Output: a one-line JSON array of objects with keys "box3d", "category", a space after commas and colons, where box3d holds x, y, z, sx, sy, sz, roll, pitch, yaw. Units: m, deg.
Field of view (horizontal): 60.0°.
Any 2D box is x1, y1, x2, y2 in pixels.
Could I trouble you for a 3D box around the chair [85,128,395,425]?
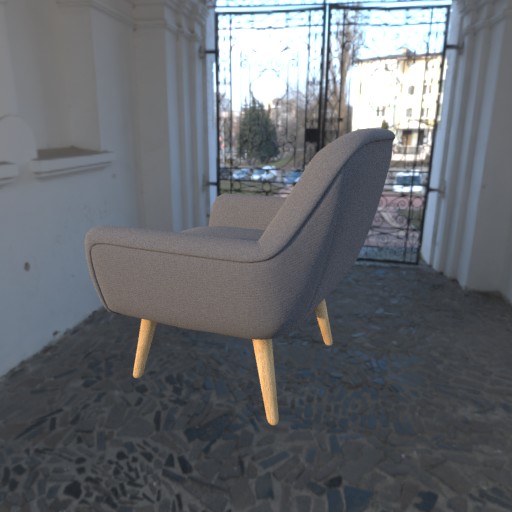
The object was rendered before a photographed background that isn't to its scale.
[{"box3d": [0.000, 0.000, 1.443, 0.779, 0.800, 0.770, 8, 18, 25], "category": "chair"}]
